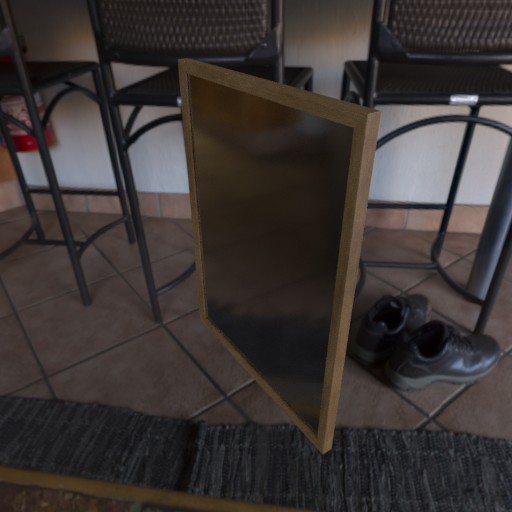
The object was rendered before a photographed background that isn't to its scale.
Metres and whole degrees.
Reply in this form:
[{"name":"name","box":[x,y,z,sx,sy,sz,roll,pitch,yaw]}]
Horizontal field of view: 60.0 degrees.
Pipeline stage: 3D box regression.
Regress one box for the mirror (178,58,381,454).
[{"name":"mirror","box":[0.000,0.000,1.346,0.040,1.016,0.762,-21,38,-29]}]
